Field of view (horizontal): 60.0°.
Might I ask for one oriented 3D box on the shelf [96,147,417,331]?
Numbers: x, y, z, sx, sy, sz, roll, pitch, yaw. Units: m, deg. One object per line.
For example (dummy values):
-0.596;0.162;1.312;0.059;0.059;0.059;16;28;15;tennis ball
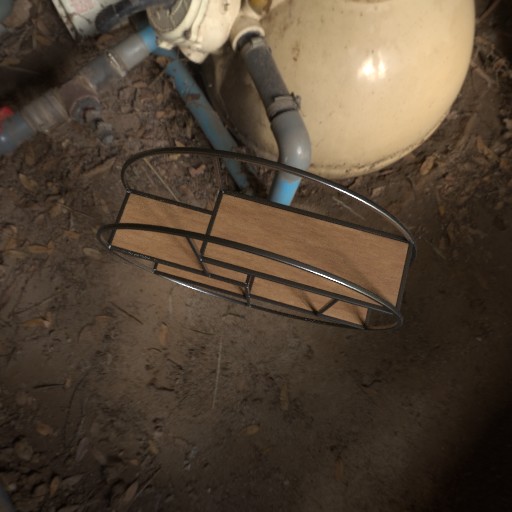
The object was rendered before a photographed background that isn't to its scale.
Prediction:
0.000;0.000;1.331;0.888;0.888;0.202;16;77;4;shelf
